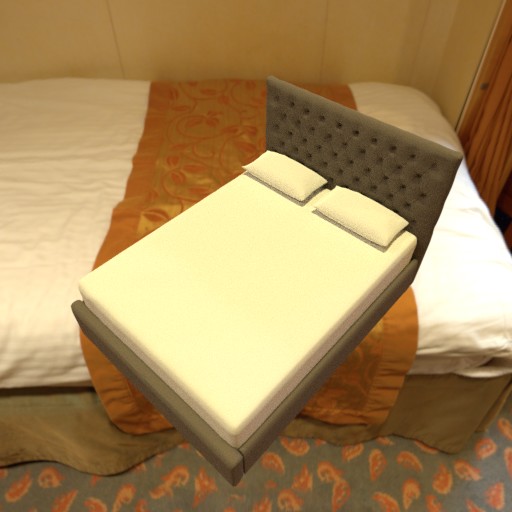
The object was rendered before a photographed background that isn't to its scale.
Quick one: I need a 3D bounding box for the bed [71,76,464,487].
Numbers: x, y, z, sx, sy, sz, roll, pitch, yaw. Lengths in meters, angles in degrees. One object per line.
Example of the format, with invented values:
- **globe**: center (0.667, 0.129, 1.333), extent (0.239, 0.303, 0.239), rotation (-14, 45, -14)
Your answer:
- **bed**: center (0.000, 0.000, 3.222), extent (1.696, 1.426, 2.233), rotation (34, 55, 27)
